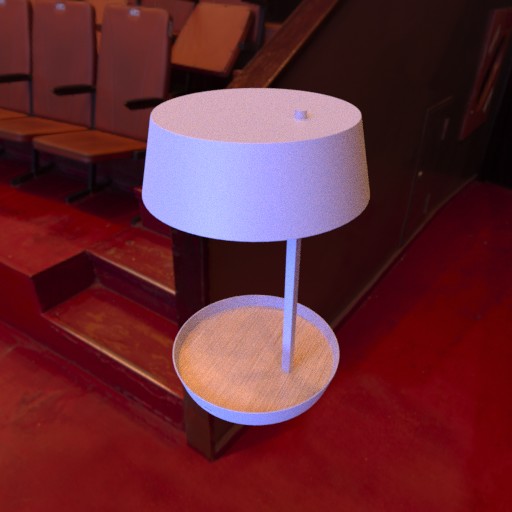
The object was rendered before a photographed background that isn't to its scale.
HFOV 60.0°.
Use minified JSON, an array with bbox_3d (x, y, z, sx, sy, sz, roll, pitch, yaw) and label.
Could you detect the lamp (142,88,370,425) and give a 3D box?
[{"bbox_3d":[0.000,0.000,0.637,0.291,0.429,0.291,0,32,0],"label":"lamp"}]
